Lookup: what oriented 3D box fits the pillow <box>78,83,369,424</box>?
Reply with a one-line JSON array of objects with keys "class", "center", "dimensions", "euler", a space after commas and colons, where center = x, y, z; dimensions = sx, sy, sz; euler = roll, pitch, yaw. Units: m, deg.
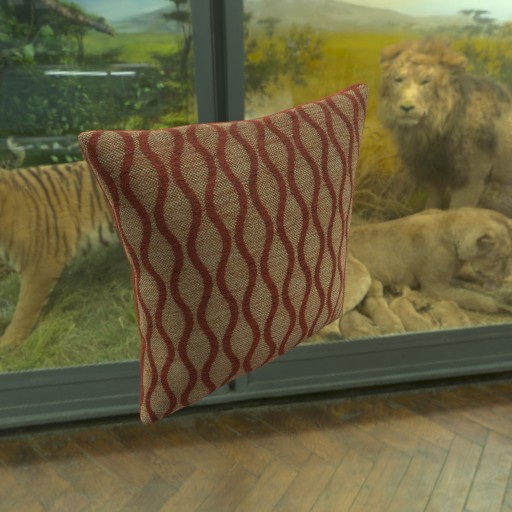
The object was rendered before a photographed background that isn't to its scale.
[{"class": "pillow", "center": [0.000, 0.000, 0.647], "dimensions": [0.429, 0.434, 0.159], "euler": [-22, 37, -33]}]
